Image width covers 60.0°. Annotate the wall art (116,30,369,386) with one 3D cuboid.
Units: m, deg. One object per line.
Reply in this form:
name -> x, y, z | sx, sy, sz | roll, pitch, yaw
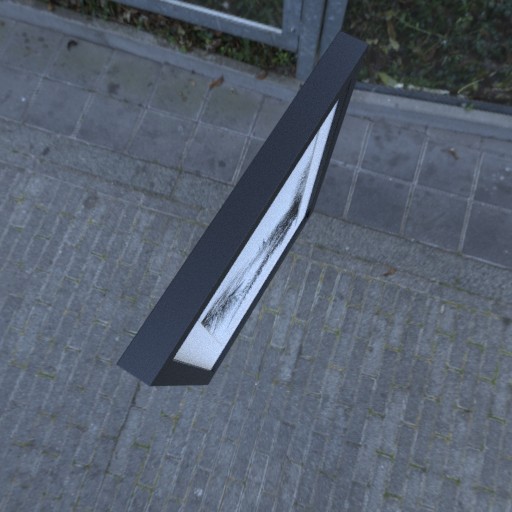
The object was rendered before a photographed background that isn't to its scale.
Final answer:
wall art -> 0.000, 0.000, 0.522 | 0.028, 0.380, 0.325 | 30, 76, 8
